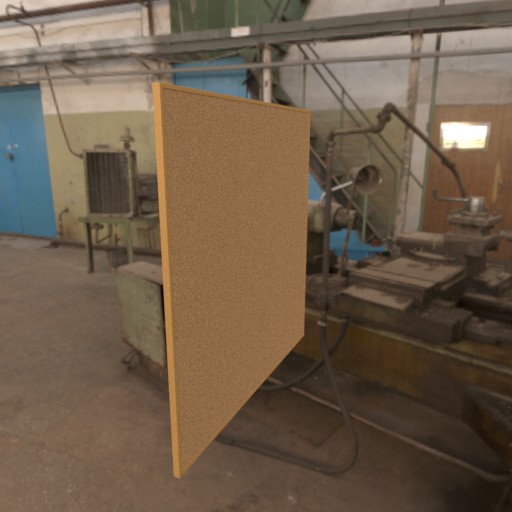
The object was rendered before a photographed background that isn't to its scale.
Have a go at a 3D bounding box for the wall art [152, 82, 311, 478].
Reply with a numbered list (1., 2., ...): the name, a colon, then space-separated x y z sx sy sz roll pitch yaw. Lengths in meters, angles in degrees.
1. wall art: 0.000 0.000 0.989 0.014 0.655 0.657 7 16 24
